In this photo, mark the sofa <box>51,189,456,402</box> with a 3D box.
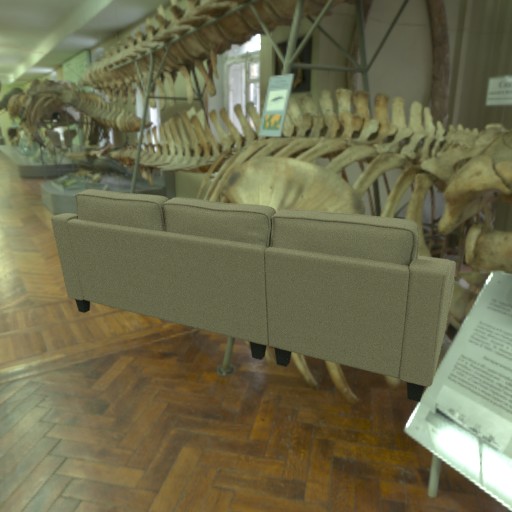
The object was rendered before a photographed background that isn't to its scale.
[{"bbox_3d":[0.000,0.000,3.142,2.561,0.928,1.294,9,19,26],"label":"sofa"}]
